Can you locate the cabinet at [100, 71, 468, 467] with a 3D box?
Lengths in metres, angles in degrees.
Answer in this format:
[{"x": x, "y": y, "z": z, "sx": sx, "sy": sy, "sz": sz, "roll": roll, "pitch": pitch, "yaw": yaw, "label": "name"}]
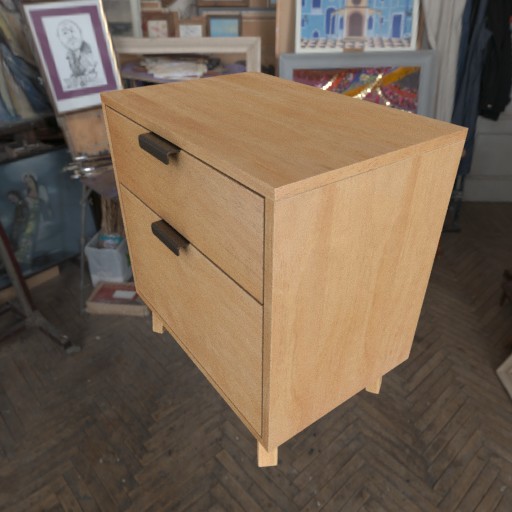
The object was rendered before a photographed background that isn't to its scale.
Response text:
[{"x": 0.000, "y": 0.000, "z": 0.922, "sx": 0.394, "sy": 0.599, "sz": 0.551, "roll": -22, "pitch": 39, "yaw": -30, "label": "cabinet"}]
